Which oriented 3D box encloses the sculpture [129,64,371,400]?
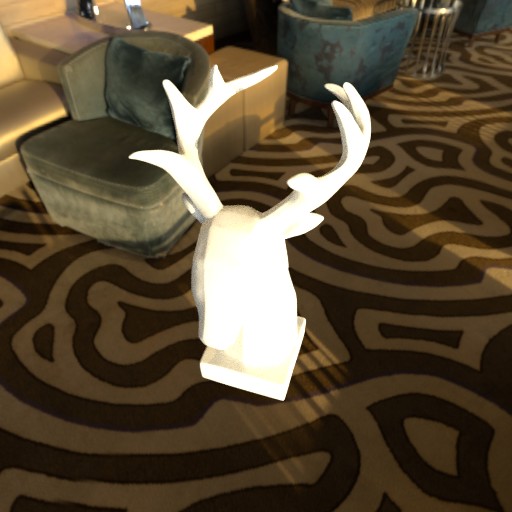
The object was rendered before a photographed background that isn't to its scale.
[{"bbox_3d":[0.000,0.000,0.445,0.174,0.329,0.224,12,43,13],"label":"sculpture"}]
